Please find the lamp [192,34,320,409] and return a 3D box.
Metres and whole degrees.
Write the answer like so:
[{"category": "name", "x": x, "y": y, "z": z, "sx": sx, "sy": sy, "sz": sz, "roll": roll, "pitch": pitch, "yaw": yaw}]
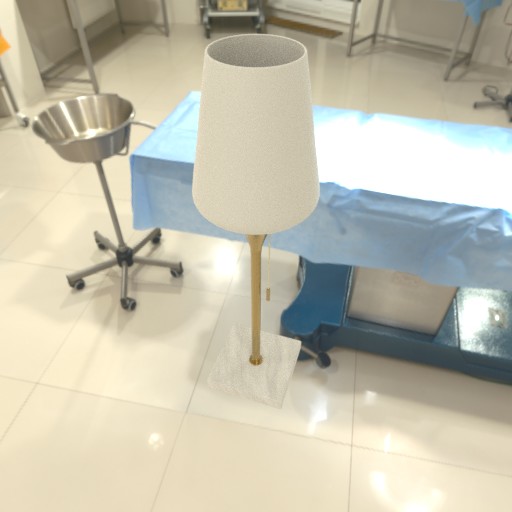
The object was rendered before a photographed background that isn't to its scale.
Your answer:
[{"category": "lamp", "x": 0.000, "y": 0.000, "z": 0.720, "sx": 0.181, "sy": 0.639, "sz": 0.181, "roll": 13, "pitch": 44, "yaw": 14}]
